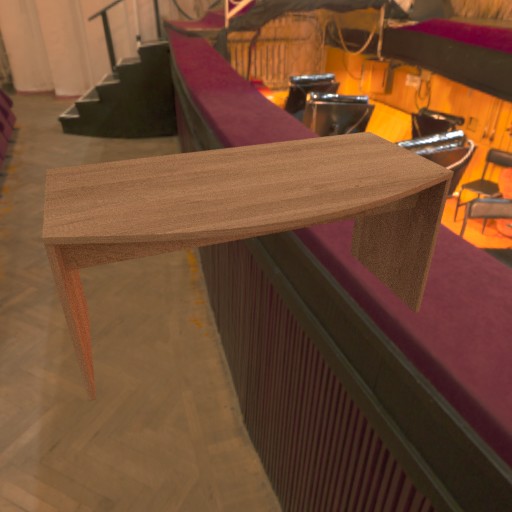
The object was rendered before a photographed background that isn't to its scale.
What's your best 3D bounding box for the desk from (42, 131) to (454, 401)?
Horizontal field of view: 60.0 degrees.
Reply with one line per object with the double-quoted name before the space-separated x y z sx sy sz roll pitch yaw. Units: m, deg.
"desk" 0.000 0.000 2.003 1.600 0.752 0.802 -11 33 -18
